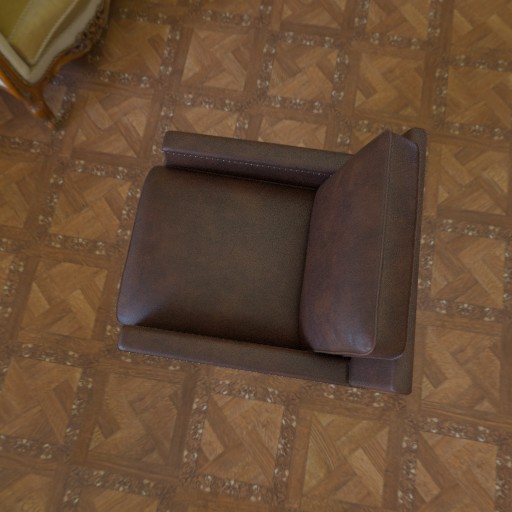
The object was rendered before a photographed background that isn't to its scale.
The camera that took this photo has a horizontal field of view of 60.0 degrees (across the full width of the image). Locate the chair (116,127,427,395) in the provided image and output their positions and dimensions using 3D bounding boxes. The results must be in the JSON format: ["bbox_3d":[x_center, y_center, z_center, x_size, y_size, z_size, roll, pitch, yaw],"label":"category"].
[{"bbox_3d":[0.000,0.000,1.689,1.014,0.929,0.853,8,76,2],"label":"chair"}]
